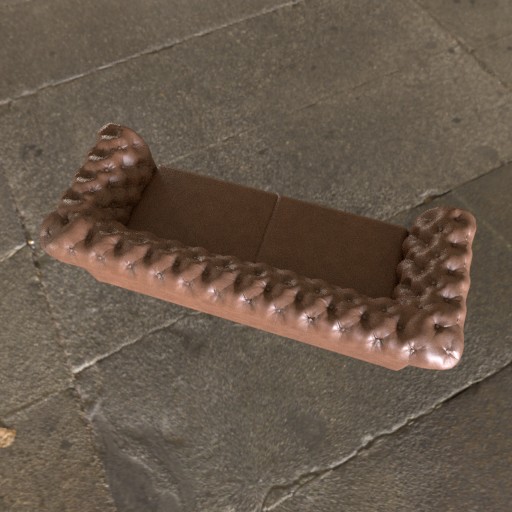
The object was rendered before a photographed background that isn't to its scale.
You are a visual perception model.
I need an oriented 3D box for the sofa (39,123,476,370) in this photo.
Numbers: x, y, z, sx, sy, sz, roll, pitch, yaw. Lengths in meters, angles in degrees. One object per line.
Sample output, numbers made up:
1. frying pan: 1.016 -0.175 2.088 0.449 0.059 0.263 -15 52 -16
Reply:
1. sofa: 0.000 0.000 2.763 2.385 0.783 0.944 16 64 8
